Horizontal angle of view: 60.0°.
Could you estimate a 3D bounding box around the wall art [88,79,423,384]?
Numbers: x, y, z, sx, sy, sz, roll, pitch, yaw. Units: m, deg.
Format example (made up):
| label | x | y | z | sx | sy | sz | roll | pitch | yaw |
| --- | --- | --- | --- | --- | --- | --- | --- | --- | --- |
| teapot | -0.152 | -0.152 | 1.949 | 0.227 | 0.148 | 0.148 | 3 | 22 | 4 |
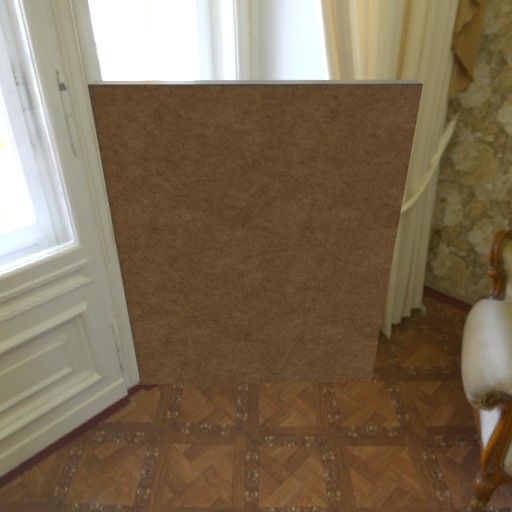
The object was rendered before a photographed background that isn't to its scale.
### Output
| label | x | y | z | sx | sy | sz | roll | pitch | yaw |
| --- | --- | --- | --- | --- | --- | --- | --- | --- | --- |
| wall art | 0.000 | 0.000 | 0.750 | 0.453 | 0.554 | 0.037 | 0 | 30 | -1 |
